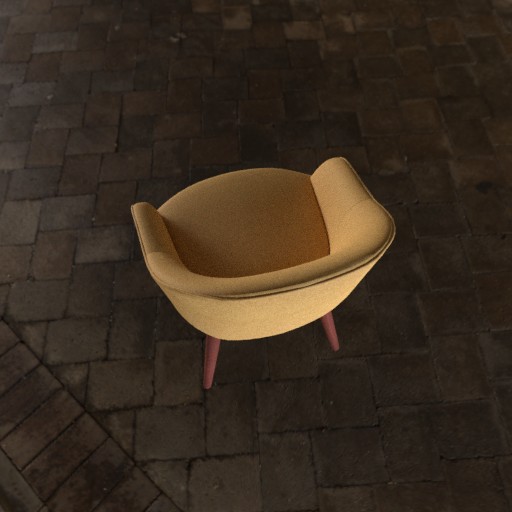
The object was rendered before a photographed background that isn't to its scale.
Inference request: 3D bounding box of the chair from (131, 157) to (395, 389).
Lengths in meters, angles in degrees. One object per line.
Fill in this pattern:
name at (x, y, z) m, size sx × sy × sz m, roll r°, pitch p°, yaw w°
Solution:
chair at (0.000, 0.000, 1.276) m, size 0.596 × 0.823 × 0.635 m, roll -14°, pitch 61°, yaw -8°
